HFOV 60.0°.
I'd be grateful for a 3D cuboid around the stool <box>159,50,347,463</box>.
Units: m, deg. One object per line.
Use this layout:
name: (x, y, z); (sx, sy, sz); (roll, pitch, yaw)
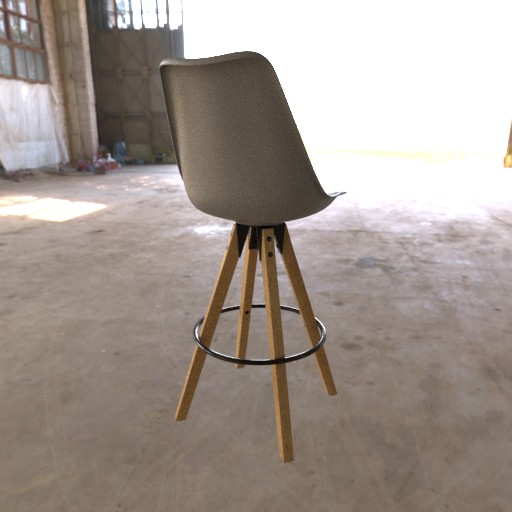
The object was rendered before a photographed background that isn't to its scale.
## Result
stool: (0.000, 0.000, 1.410); (0.485, 1.115, 0.550); (9, 18, 28)
